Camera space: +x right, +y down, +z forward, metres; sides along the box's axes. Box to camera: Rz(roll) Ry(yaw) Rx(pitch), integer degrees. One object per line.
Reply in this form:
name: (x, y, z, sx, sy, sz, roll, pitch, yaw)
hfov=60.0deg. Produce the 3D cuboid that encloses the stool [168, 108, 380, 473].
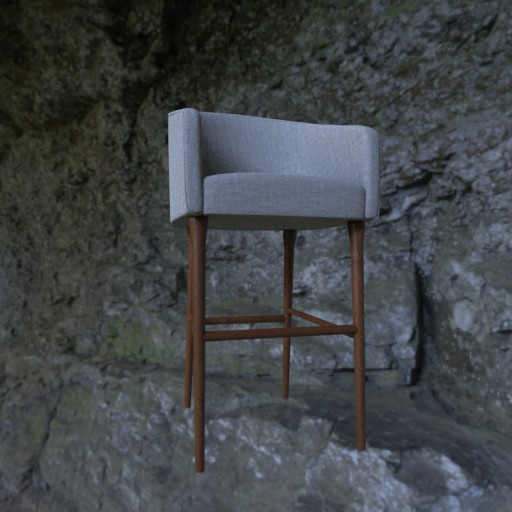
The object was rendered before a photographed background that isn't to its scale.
stool: (0.000, 0.000, 1.428, 0.559, 1.078, 0.607, 0, -1, -17)
